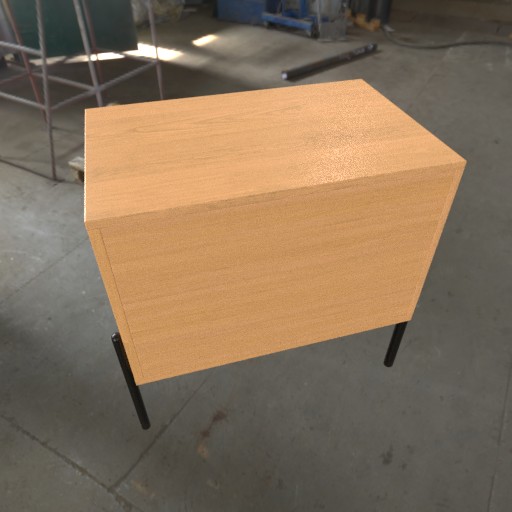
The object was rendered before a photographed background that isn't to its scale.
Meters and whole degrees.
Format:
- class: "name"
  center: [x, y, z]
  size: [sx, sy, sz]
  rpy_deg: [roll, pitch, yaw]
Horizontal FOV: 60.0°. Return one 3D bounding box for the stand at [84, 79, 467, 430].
- class: "stand"
  center: [0.000, 0.000, 0.984]
  size: [0.630, 0.600, 0.400]
  rpy_deg: [-11, 43, -12]
